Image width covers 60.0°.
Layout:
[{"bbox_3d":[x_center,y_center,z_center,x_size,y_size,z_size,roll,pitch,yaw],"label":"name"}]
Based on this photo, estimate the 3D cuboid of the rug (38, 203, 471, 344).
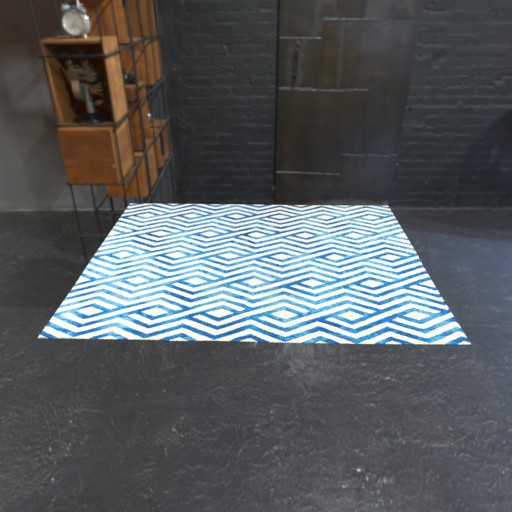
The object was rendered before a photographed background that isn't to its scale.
[{"bbox_3d":[0.000,0.000,4.181,3.059,0.008,2.453,1,30,1],"label":"rug"}]
